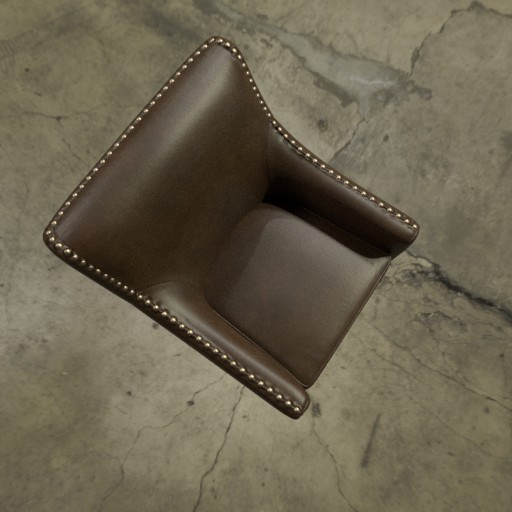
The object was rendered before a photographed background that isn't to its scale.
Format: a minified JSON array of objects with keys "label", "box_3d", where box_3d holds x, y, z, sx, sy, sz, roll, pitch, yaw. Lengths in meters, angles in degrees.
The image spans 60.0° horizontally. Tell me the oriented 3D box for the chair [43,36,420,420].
[{"label":"chair","box_3d":[0.000,0.000,1.311,0.704,0.813,0.639,34,78,8]}]
